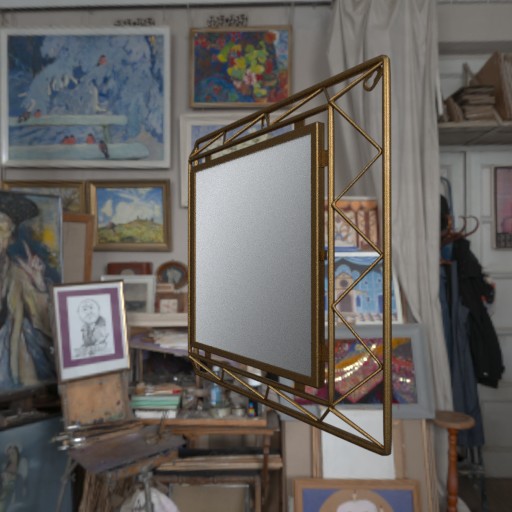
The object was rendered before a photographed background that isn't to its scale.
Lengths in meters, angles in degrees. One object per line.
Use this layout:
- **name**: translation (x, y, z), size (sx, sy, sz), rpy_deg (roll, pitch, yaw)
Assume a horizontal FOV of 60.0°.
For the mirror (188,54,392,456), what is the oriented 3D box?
- **mirror**: translation (0.000, 0.000, 0.607), size (0.046, 0.414, 0.416), rpy_deg (0, -1, -36)
